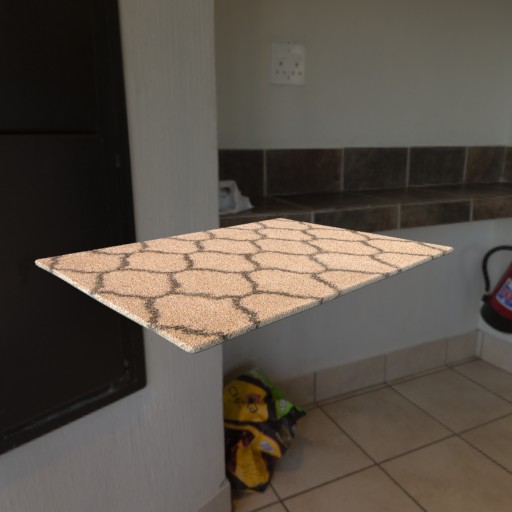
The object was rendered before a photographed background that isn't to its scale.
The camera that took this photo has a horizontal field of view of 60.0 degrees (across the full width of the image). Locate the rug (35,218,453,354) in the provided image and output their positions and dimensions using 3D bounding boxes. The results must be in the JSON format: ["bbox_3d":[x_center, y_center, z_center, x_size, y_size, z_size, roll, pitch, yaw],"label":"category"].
[{"bbox_3d":[0.000,0.000,2.097,1.600,0.025,1.200,-14,20,-42],"label":"rug"}]
